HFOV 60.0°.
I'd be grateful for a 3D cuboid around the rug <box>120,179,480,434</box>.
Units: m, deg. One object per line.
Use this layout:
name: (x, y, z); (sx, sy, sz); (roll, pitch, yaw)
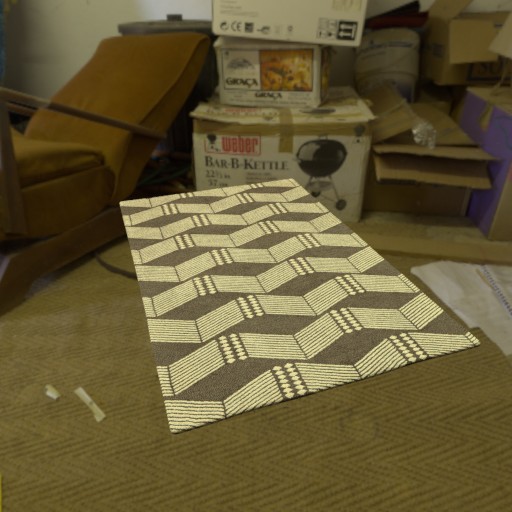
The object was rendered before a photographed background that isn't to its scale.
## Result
rug: (0.000, 0.000, 2.280); (1.210, 0.016, 1.833); (-10, 33, -17)
